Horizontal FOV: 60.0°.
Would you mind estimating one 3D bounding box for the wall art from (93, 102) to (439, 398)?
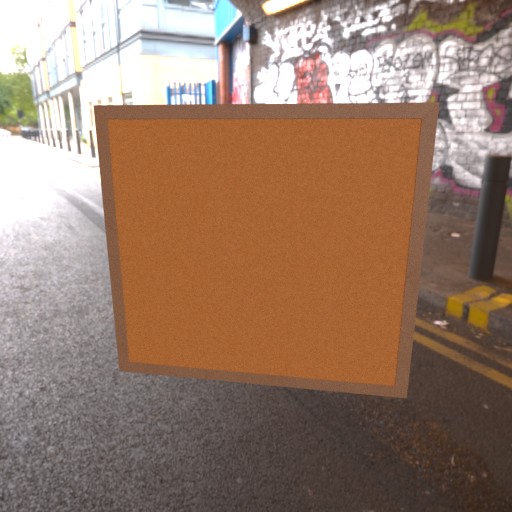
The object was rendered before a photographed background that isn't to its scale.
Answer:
[{"bbox_3d":[0.000,0.000,1.643,1.168,1.067,0.025,3,17,9],"label":"wall art"}]
